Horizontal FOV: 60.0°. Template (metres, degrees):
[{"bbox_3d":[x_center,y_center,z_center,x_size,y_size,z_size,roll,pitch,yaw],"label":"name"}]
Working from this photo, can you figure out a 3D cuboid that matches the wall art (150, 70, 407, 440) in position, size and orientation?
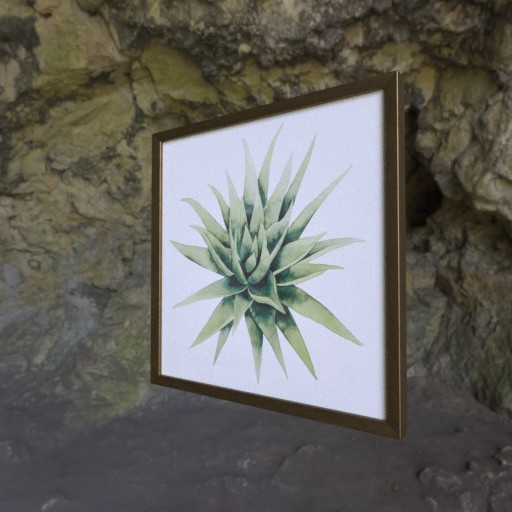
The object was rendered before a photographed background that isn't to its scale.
[{"bbox_3d":[0.000,0.000,0.764,0.503,0.506,0.030,-1,-2,36],"label":"wall art"}]
